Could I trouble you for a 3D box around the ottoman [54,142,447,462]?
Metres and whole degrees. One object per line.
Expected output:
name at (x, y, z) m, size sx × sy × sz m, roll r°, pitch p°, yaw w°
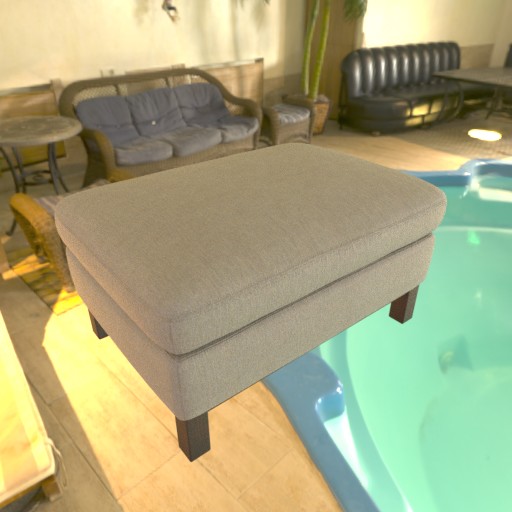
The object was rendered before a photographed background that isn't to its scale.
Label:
ottoman at (0.000, 0.000, 1.029) m, size 0.735 × 0.404 × 0.528 m, roll -22°, pitch 36°, yaw -33°
